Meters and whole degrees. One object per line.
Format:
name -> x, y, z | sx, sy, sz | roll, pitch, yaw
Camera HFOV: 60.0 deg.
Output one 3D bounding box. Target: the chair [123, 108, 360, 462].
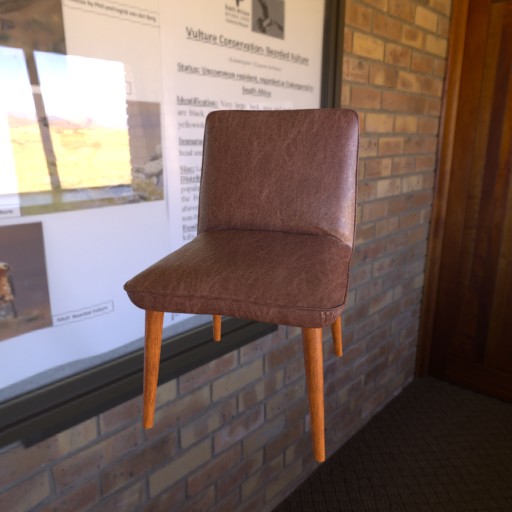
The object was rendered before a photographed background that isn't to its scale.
chair -> 0.000, 0.000, 1.221 | 0.543, 0.803, 0.645 | 3, 15, 10
